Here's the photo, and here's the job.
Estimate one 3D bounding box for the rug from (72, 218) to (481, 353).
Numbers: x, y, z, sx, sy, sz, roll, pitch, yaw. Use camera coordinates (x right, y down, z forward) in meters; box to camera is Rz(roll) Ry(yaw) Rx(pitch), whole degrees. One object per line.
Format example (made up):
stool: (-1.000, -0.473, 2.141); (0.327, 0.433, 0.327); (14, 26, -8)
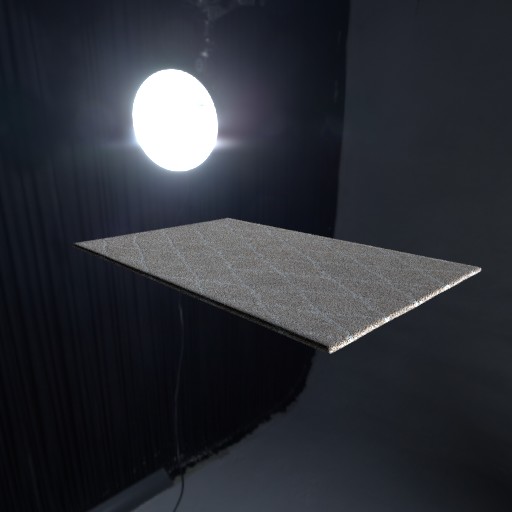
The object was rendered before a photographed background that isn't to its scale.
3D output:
rug: (0.000, 0.000, 3.471); (1.778, 0.030, 2.743); (-14, 21, -42)
